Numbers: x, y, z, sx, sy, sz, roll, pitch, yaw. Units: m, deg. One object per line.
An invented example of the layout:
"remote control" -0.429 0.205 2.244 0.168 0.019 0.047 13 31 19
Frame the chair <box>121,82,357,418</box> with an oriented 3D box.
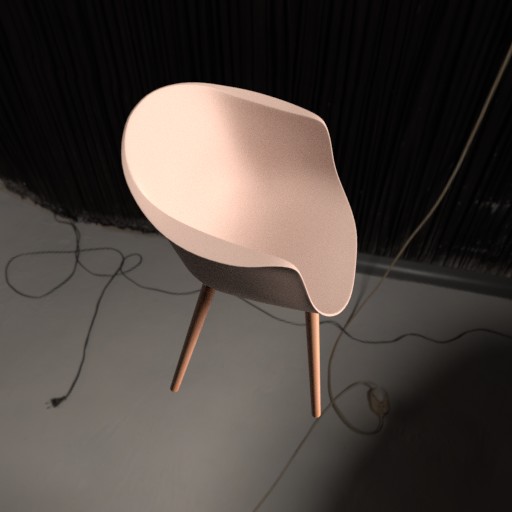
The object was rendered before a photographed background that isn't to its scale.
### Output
"chair" 0.000 0.000 1.152 0.504 0.781 0.593 9 47 8
